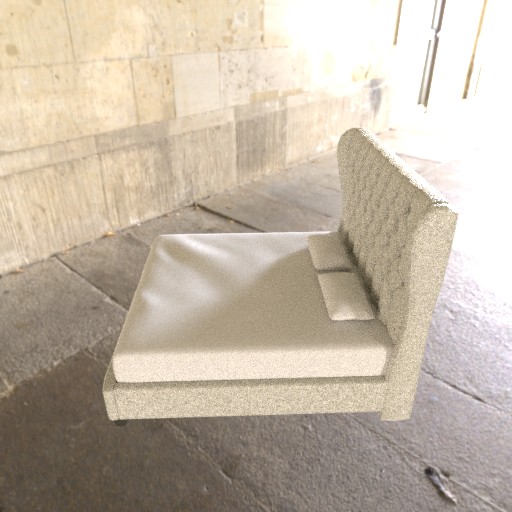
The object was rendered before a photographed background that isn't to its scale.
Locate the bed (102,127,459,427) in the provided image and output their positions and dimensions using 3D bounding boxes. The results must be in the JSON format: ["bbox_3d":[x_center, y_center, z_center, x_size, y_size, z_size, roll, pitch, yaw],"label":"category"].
[{"bbox_3d":[0.000,0.000,3.924,2.347,1.771,2.219,-1,29,-2],"label":"bed"}]
